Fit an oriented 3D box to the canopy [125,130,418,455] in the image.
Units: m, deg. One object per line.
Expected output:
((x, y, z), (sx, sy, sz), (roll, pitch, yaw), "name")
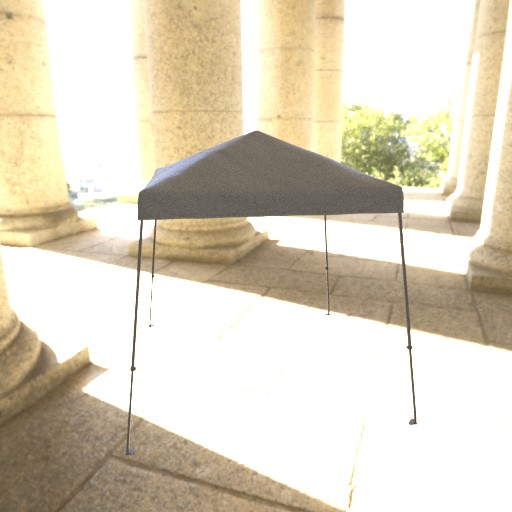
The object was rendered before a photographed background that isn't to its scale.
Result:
((0.000, 0.000, 6.583), (3.599, 3.600, 3.600), (-2, 16, -9), "canopy")
